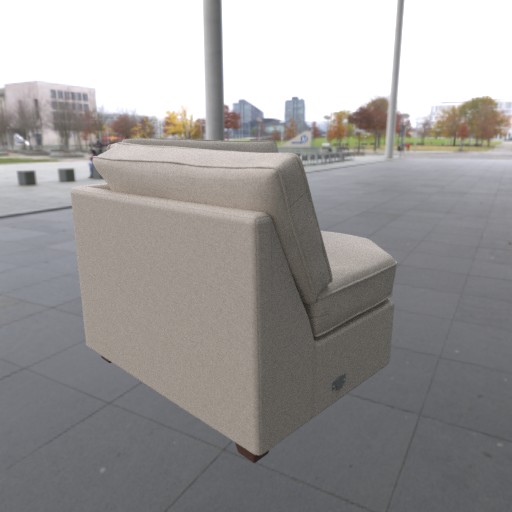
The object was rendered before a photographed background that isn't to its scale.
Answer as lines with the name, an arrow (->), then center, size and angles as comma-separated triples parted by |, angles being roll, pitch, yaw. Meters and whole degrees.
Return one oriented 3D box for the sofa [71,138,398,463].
sofa -> 0.000, 0.000, 1.822 | 1.050, 0.937, 1.042 | 14, 20, 43
